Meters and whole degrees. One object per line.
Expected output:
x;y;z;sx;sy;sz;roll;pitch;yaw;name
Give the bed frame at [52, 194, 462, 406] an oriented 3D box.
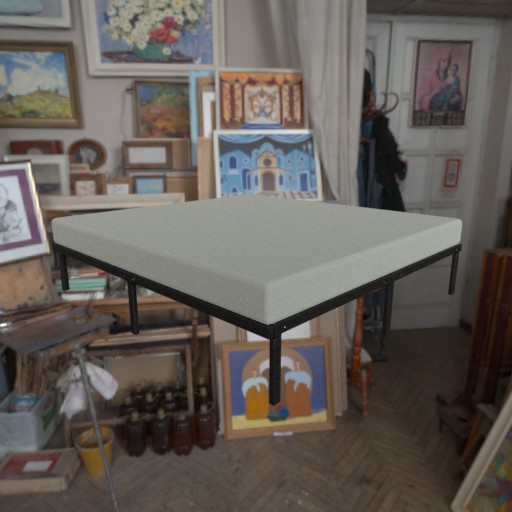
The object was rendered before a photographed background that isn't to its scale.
0.000;0.000;3.951;2.635;0.680;2.526;14;20;42;bed frame
